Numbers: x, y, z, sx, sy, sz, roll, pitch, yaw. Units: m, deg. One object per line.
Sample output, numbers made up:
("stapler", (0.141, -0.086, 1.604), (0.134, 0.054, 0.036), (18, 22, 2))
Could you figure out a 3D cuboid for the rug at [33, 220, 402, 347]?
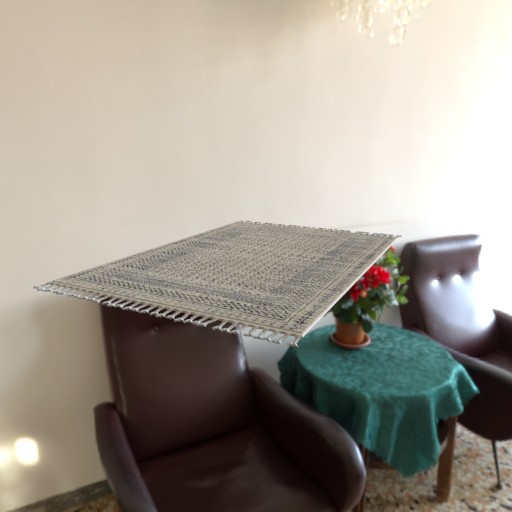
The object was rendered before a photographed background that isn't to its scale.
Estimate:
("rug", (0.000, 0.000, 2.439), (1.243, 0.013, 1.872), (8, 17, 26))
